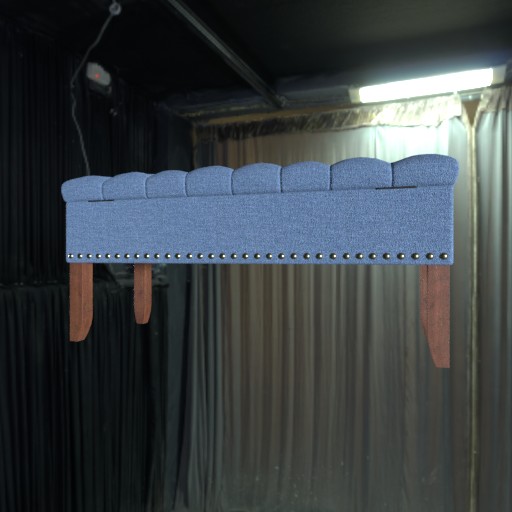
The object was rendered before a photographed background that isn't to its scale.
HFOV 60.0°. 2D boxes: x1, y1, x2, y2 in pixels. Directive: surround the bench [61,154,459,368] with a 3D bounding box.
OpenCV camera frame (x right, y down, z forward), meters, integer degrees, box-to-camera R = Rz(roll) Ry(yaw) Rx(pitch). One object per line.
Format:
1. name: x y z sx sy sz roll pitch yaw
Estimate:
1. bench: 0.000 0.000 1.307 1.052 0.492 0.417 0 0 18
